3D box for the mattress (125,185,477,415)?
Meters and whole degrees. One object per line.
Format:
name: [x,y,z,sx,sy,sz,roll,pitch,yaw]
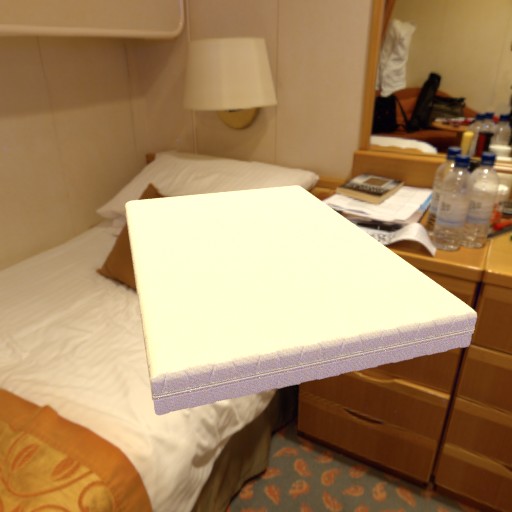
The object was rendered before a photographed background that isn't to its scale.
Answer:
mattress: [0.000,0.000,2.617,1.400,0.200,2.000,-8,26,-16]
